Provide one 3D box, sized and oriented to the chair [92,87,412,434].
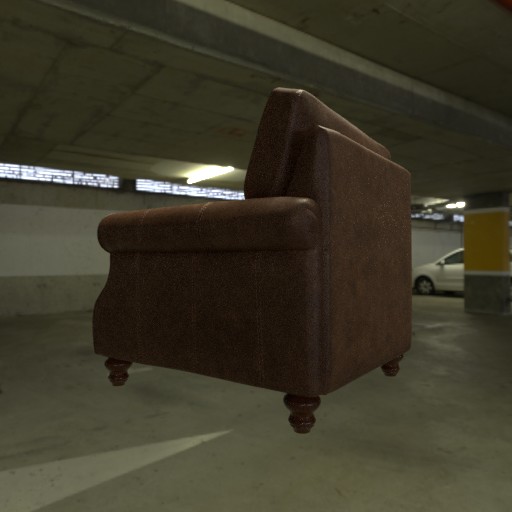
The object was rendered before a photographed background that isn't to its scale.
[{"bbox_3d":[0.000,0.000,1.753,1.002,0.976,0.996,0,-1,36],"label":"chair"}]
